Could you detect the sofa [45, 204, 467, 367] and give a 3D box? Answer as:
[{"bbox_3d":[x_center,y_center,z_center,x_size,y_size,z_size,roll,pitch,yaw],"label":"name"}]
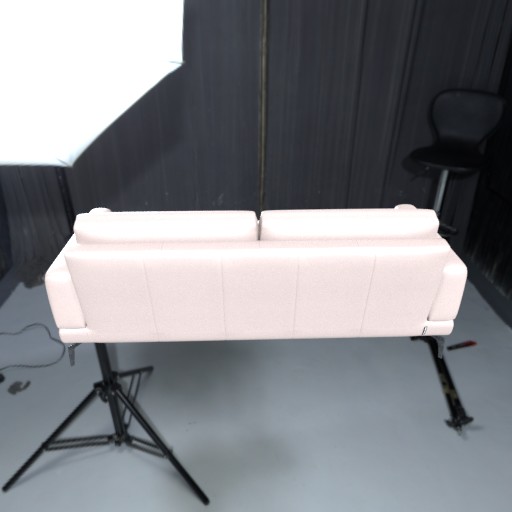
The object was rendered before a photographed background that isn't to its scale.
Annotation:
[{"bbox_3d":[0.000,0.000,2.414,1.940,0.765,0.974,-1,30,-2],"label":"sofa"}]
